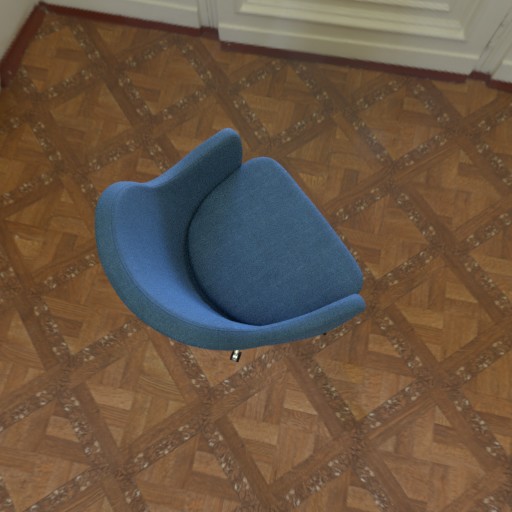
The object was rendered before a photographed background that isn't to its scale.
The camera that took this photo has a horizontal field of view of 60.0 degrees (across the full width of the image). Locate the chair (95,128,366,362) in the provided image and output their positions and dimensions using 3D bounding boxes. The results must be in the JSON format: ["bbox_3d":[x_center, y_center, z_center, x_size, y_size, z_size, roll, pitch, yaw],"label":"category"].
[{"bbox_3d":[0.000,0.000,1.269,0.655,0.820,0.599,-33,75,-10],"label":"chair"}]
